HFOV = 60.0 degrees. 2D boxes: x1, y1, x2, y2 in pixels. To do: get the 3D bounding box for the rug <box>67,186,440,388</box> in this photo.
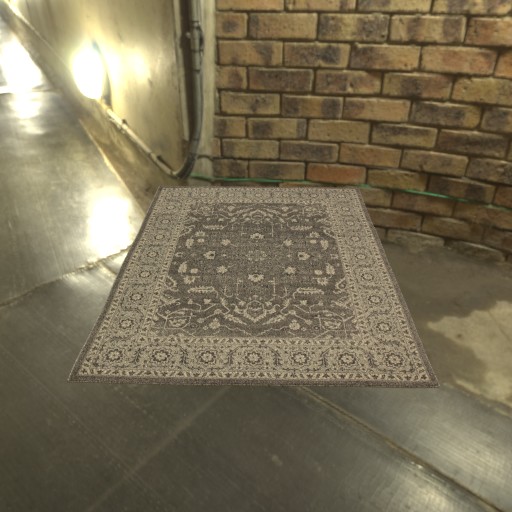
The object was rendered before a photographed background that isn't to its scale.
[{"bbox_3d":[0.000,0.000,4.172,2.451,0.026,3.069,1,34,1],"label":"rug"}]
